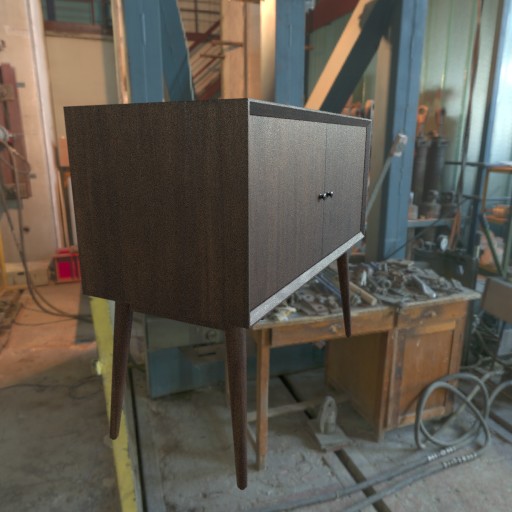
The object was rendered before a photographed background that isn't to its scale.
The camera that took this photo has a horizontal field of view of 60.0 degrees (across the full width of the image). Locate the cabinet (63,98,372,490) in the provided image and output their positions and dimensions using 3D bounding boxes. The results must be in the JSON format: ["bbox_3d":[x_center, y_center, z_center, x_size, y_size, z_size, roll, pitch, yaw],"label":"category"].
[{"bbox_3d":[0.000,0.000,1.075,0.354,0.654,0.743,7,16,26],"label":"cabinet"}]
